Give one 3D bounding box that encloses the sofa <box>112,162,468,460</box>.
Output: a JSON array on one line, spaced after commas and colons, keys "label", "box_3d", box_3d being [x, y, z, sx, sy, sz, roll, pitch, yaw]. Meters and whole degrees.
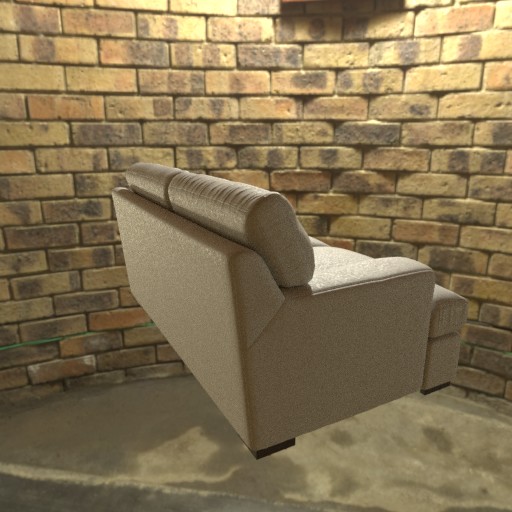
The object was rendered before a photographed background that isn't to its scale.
[{"label": "sofa", "box_3d": [0.000, 0.000, 2.402, 1.143, 0.940, 1.880, -8, 18, -27]}]
